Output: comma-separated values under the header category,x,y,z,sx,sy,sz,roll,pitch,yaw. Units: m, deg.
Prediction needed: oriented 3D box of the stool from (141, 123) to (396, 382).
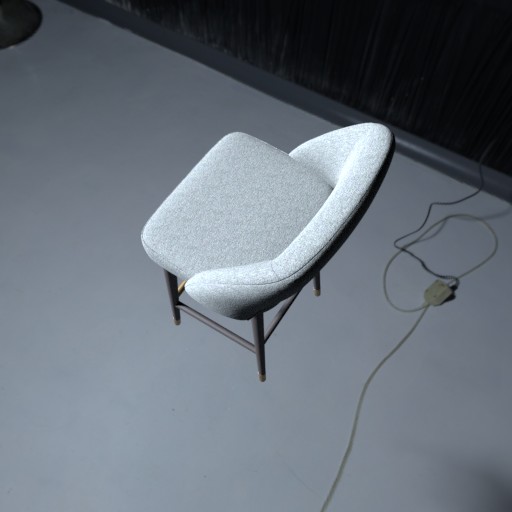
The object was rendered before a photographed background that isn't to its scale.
category,x,y,z,sx,sy,sz,roll,pitch,yaw
stool,0.000,0.000,1.390,0.524,1.089,0.536,31,68,14
